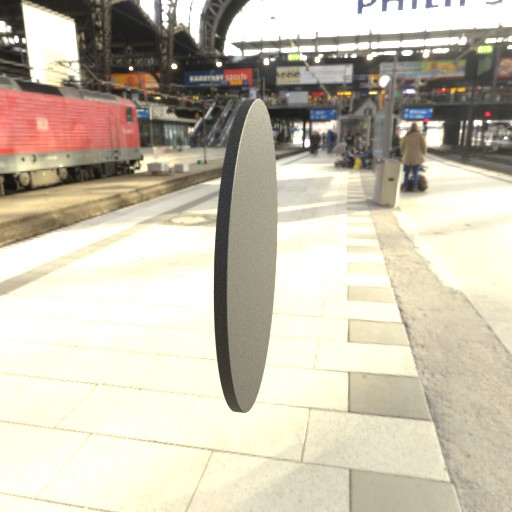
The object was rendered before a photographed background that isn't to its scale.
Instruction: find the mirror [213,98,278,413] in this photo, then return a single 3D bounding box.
[{"bbox_3d":[0.000,0.000,1.609,0.036,1.077,1.077,2,15,9],"label":"mirror"}]
